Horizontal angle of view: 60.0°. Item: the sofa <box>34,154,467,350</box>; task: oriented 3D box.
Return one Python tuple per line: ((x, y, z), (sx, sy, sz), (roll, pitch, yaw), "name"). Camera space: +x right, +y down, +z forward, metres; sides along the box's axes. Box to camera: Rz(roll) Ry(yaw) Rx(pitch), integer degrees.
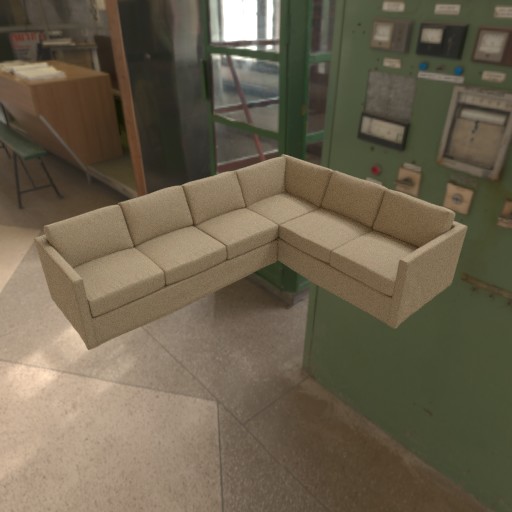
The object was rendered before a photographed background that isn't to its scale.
((0.000, 0.000, 4.176), (3.182, 0.871, 2.432), (-24, 38, -34), "sofa")
